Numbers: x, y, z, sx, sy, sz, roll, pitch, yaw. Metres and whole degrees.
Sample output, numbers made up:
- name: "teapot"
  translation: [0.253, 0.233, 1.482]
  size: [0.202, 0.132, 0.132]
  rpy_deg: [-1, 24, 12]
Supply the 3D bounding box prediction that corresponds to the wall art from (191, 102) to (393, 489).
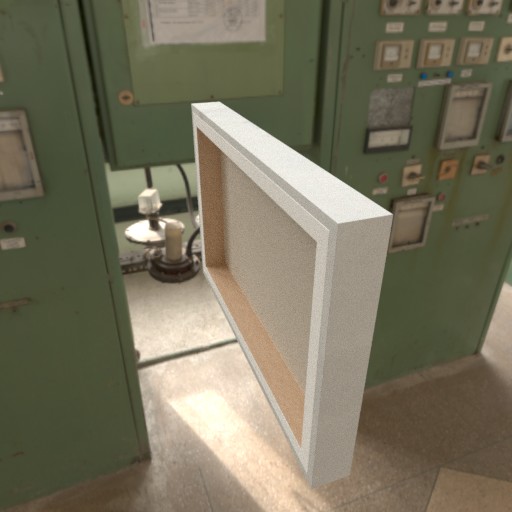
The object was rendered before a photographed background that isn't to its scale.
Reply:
- name: "wall art"
  translation: [0.000, 0.000, 0.482]
  size: [0.038, 0.254, 0.381]
  rpy_deg: [-10, 31, -17]
